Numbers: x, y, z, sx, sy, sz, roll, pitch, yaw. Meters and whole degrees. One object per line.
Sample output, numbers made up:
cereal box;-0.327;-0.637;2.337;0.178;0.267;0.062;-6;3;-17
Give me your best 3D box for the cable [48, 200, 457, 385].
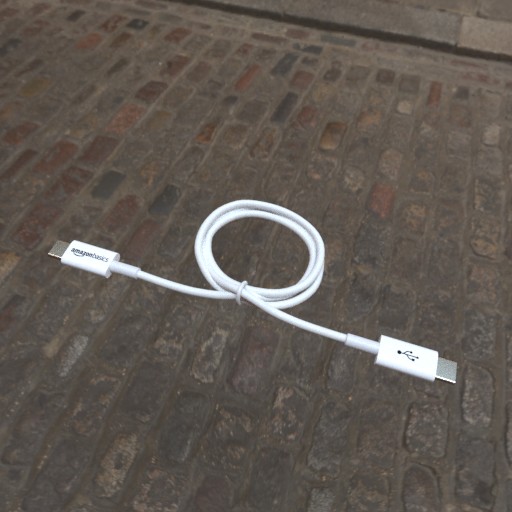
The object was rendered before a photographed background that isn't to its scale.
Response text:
cable;0.000;0.000;0.223;0.203;0.014;0.070;16;59;10
